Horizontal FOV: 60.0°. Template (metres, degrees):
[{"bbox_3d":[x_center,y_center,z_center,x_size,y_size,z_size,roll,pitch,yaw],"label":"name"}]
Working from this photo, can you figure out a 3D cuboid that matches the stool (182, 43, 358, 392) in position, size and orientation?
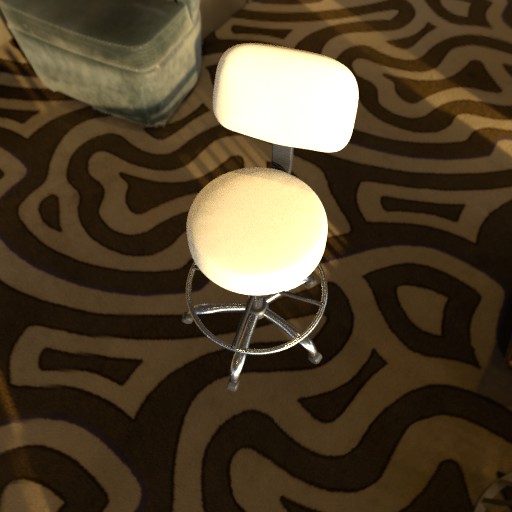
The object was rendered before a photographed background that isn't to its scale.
[{"bbox_3d":[0.000,0.000,1.432,0.609,1.080,0.616,16,60,10],"label":"stool"}]
